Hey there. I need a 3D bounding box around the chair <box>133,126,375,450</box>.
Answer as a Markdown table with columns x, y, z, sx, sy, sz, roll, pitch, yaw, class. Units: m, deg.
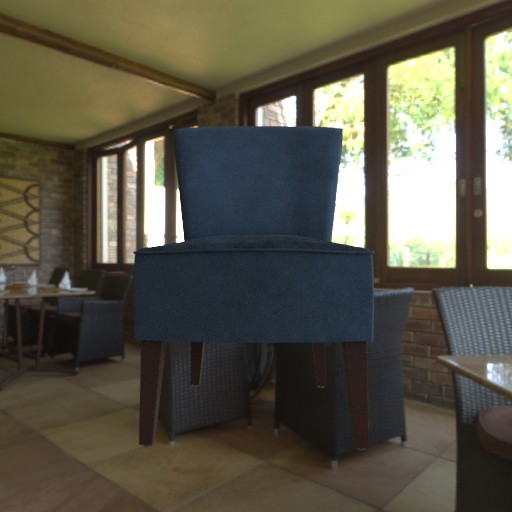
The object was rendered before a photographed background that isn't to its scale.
| x | y | z | sx | sy | sz | roll | pitch | yaw | class |
| --- | --- | --- | --- | --- | --- | --- | --- | --- | --- |
| 0.000 | 0.000 | 1.146 | 0.521 | 0.806 | 0.551 | 0 | 0 | 1 | chair |
